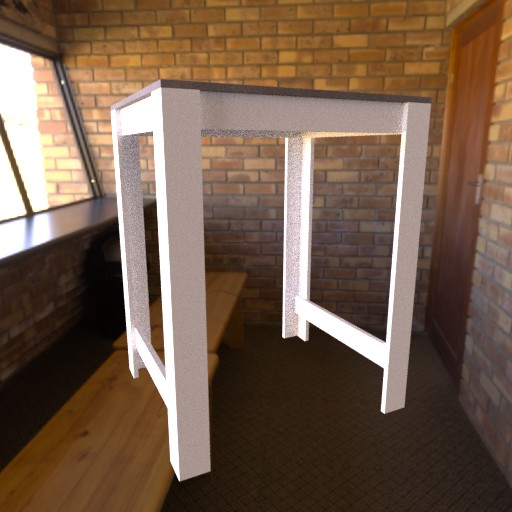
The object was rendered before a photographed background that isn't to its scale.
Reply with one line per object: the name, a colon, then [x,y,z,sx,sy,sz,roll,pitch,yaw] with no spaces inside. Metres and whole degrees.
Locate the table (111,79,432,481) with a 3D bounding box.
table: [0.000,0.000,1.548,0.800,1.020,0.700,-7,15,-25]
